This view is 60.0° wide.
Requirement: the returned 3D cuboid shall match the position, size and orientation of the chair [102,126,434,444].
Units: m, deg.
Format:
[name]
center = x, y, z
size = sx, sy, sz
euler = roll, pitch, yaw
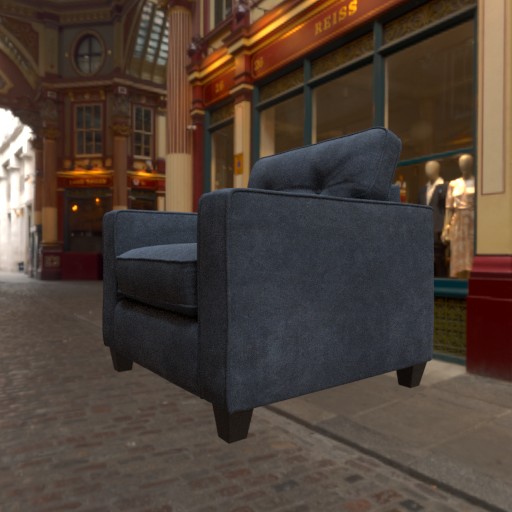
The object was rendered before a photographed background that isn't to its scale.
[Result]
[chair]
center = 0.000, 0.000, 1.759
size = 0.939, 0.965, 1.015
euler = -1, 1, -37
